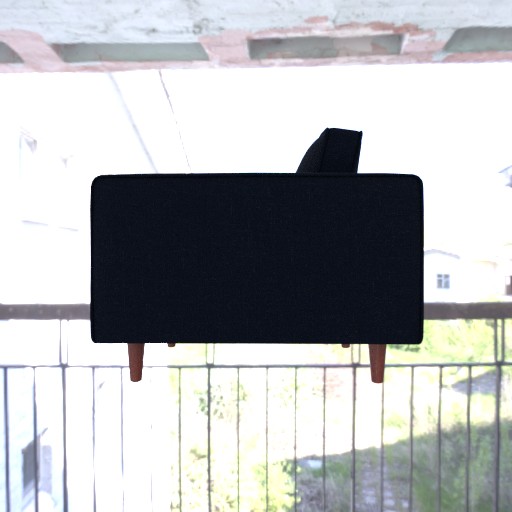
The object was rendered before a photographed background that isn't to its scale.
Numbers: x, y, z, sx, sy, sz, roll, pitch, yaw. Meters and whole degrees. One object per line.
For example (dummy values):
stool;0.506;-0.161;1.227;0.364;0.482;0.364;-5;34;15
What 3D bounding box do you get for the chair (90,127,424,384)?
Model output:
chair;0.000;0.000;1.614;0.920;0.770;0.899;0;0;1
